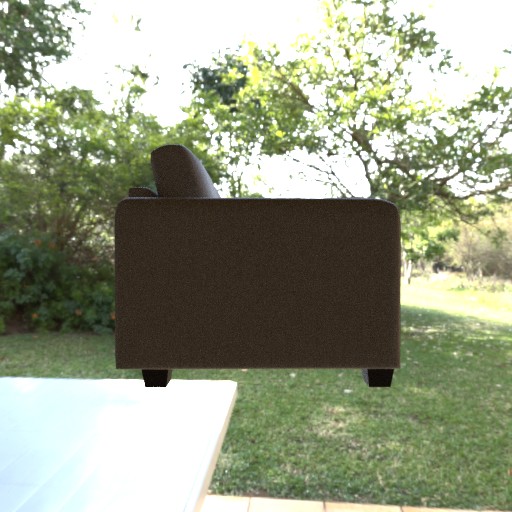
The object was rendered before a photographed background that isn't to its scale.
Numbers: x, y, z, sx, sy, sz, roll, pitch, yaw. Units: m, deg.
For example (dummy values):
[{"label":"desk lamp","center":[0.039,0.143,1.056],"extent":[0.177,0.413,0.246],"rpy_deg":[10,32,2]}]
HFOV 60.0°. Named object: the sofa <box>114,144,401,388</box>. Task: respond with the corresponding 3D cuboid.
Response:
[{"label":"sofa","center":[0.000,0.000,2.108],"extent":[0.900,0.800,1.540],"rpy_deg":[0,1,0]}]
